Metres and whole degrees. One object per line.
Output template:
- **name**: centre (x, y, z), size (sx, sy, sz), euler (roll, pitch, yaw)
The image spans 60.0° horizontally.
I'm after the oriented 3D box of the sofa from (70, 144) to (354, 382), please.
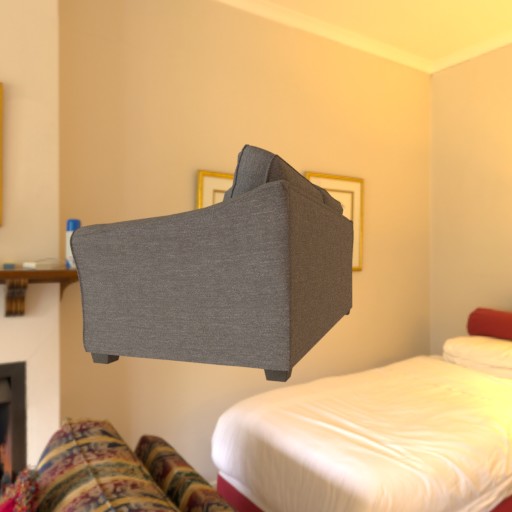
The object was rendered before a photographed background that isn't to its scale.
- **sofa**: centre (0.000, 0.000, 2.785), size (0.971, 0.950, 2.270), euler (0, 0, 19)
